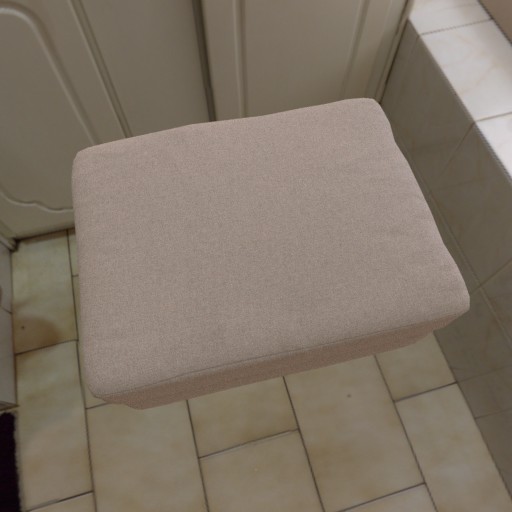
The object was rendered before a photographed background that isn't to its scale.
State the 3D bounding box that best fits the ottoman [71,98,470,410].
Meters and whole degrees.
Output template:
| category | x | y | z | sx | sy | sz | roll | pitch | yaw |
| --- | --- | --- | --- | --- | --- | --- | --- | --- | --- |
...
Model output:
| category | x | y | z | sx | sy | sz | roll | pitch | yaw |
| --- | --- | --- | --- | --- | --- | --- | --- | --- | --- |
| ottoman | 0.000 | 0.000 | 1.292 | 0.902 | 0.511 | 0.692 | -12 | 65 | -6 |
